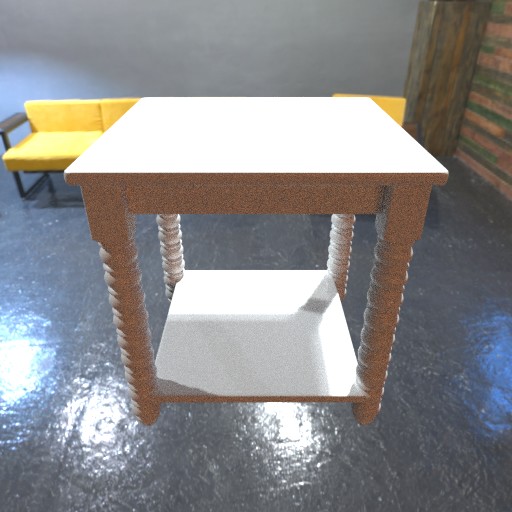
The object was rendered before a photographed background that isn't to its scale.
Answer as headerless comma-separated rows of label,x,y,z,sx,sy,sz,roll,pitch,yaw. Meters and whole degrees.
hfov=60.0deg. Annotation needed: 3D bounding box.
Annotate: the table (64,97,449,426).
table,0.000,0.000,0.961,0.533,0.563,0.500,0,31,0
